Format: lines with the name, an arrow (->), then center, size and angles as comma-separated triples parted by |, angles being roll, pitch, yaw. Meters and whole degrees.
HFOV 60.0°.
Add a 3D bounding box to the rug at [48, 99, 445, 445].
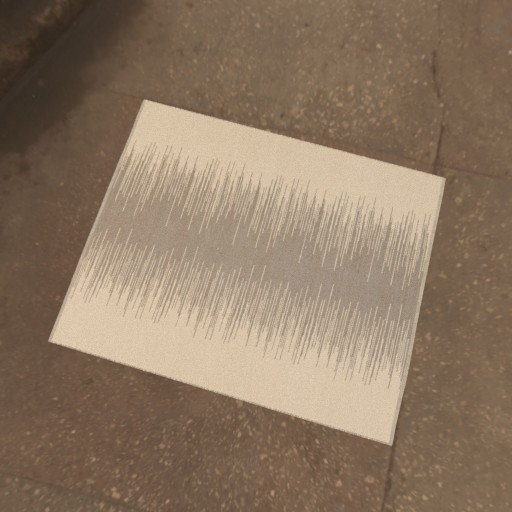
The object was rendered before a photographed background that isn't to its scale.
rug -> 0.000, 0.000, 4.001 | 3.037, 0.010, 2.453 | 16, 77, 4
